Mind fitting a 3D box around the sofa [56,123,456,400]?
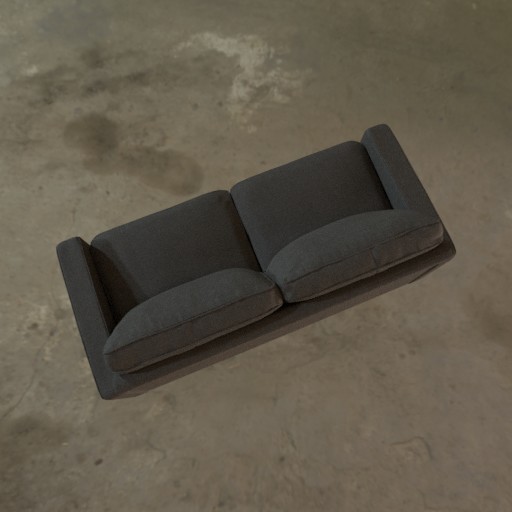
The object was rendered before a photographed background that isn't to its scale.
[{"bbox_3d":[0.000,0.000,2.588,2.080,0.919,0.940,-21,75,-6],"label":"sofa"}]
